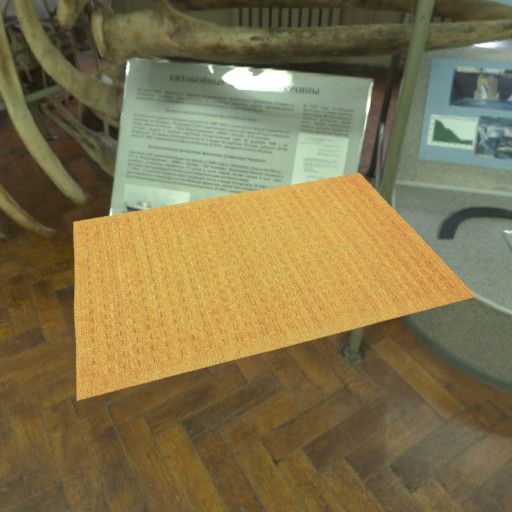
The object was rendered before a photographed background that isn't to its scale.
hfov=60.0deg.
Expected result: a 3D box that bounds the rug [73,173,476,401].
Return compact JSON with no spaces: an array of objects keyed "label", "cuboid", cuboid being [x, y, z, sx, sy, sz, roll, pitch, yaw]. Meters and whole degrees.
[{"label":"rug","cuboid":[0.000,0.000,2.228,1.747,0.006,1.143,-12,43,-13]}]
